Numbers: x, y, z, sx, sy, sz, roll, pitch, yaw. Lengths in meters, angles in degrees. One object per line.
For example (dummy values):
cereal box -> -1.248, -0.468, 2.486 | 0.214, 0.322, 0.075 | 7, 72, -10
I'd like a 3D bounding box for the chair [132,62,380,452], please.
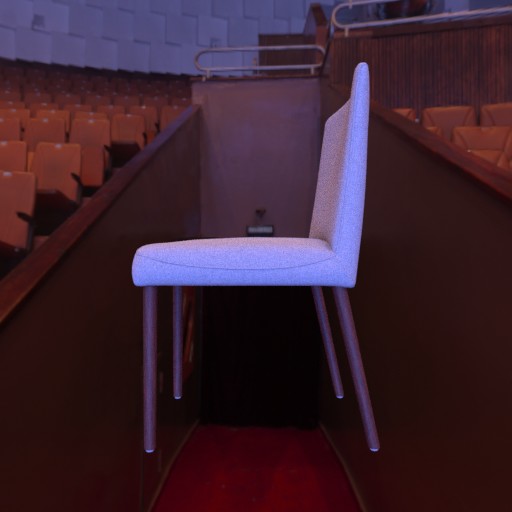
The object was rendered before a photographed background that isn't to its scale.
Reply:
chair -> 0.000, 0.000, 1.168 | 0.570, 0.859, 0.456 | 0, -1, -1
